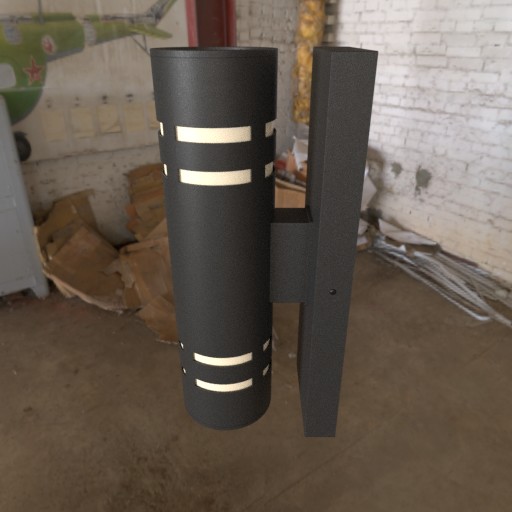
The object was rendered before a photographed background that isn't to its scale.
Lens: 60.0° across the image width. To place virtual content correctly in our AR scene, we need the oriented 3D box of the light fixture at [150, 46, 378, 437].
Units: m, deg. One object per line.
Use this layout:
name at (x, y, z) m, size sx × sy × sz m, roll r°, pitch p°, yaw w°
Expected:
light fixture at (0.000, 0.000, 0.389) m, size 0.149 × 0.330 × 0.105 m, roll 0°, pitch 27°, yaw 0°
